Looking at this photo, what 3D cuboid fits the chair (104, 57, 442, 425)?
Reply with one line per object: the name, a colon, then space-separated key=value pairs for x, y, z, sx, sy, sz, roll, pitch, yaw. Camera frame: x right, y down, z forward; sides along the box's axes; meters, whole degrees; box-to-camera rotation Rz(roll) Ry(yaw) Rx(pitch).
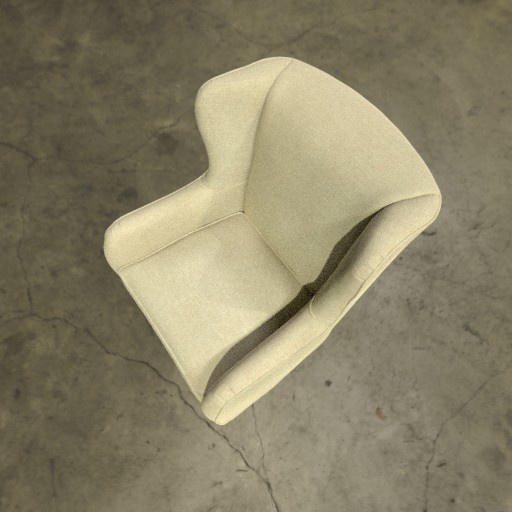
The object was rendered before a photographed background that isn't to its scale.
chair: x=0.000 y=0.000 z=1.729 sx=0.966 sy=1.040 sz=0.838 roll=-33 pitch=68 yaw=-15
